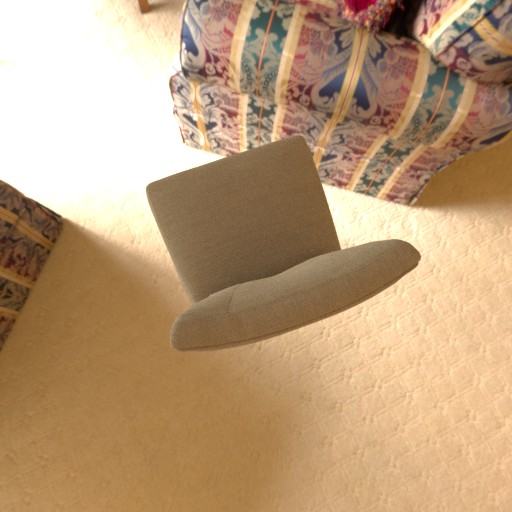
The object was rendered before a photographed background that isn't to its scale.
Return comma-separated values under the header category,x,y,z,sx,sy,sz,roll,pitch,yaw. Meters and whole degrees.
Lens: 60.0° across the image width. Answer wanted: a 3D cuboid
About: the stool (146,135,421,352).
category,x,y,z,sx,sy,sz,roll,pitch,yaw
stool,0.000,0.000,1.400,0.514,1.086,0.574,-19,76,-5
